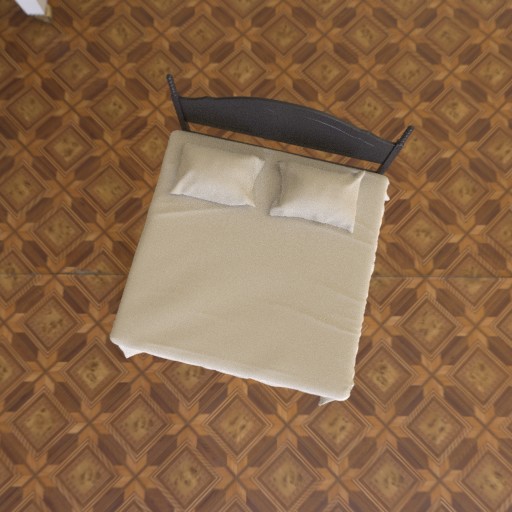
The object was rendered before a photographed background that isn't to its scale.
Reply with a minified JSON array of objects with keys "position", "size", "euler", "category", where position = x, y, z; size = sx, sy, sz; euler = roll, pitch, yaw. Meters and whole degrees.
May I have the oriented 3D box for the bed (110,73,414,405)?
[{"position":[0.000,0.000,3.755],"size":[2.322,1.355,2.219],"euler":[13,78,3],"category":"bed"}]
